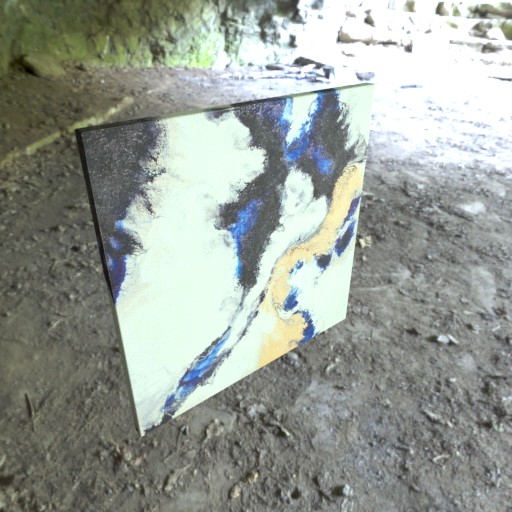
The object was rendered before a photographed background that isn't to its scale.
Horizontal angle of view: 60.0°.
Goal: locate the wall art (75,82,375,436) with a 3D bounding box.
[{"bbox_3d":[0.000,0.000,1.320,0.887,0.885,0.038,-22,37,-33],"label":"wall art"}]
